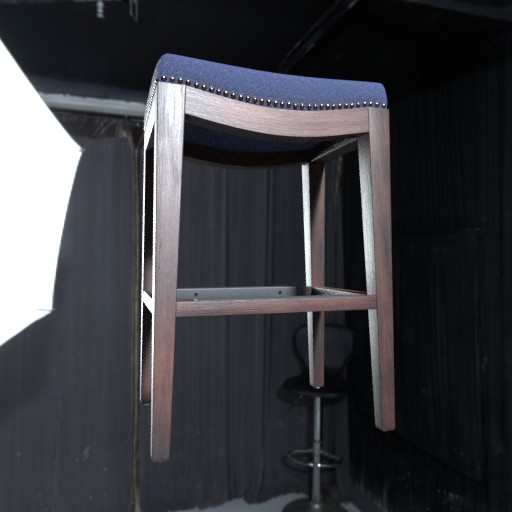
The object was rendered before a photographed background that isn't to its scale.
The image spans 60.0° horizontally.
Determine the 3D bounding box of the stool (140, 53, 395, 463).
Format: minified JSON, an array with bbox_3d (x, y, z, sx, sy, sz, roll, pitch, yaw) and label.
[{"bbox_3d":[0.000,0.000,1.024,0.498,0.740,0.358,0,0,-18],"label":"stool"}]
